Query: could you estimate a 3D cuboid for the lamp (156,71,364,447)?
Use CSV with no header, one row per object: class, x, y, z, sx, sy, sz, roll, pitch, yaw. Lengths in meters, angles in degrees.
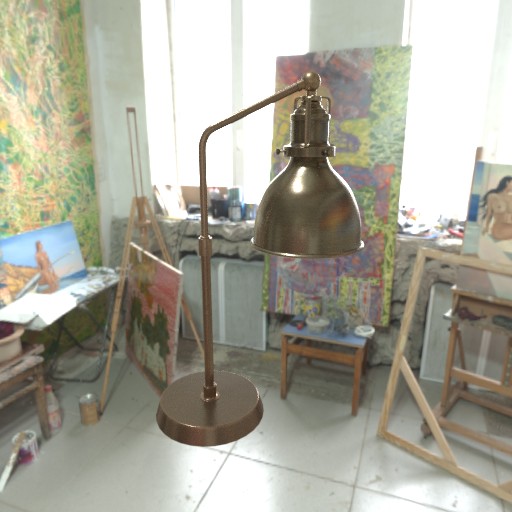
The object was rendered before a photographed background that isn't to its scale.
lamp,0.000,0.000,0.585,0.286,0.456,0.153,-3,16,-9
